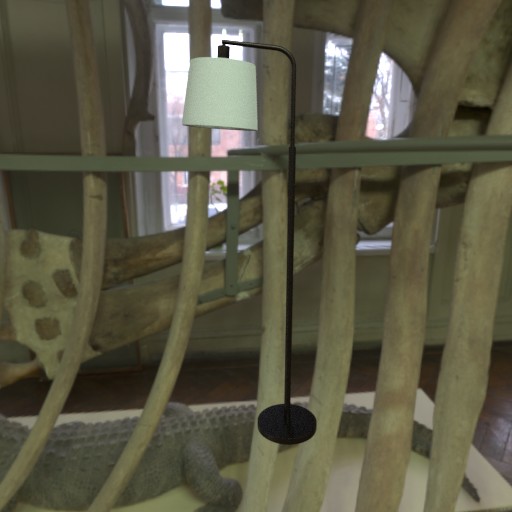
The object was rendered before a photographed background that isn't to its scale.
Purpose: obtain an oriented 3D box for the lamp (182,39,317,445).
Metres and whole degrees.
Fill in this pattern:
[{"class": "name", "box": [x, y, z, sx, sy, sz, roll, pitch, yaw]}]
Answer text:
[{"class": "lamp", "box": [0.000, 0.000, 1.655, 0.508, 1.478, 0.254, -2, 14, -8]}]
